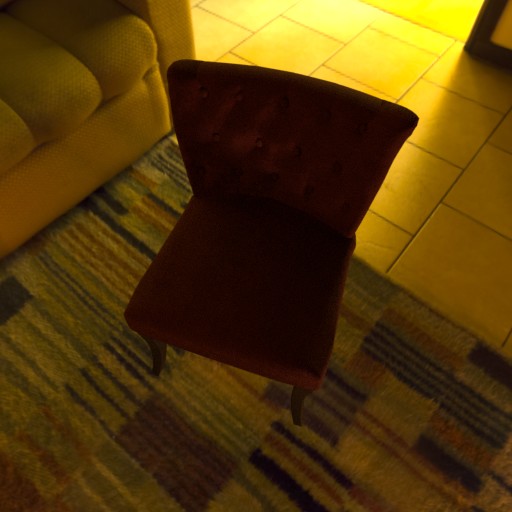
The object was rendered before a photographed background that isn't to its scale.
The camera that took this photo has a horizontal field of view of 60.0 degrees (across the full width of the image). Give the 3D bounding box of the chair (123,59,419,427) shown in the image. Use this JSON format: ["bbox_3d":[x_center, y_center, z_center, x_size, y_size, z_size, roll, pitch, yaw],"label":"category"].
[{"bbox_3d":[0.000,0.000,1.186,0.582,0.750,0.605,16,60,10],"label":"chair"}]
